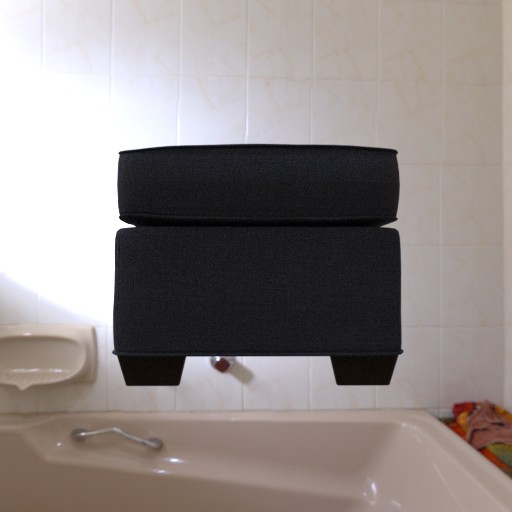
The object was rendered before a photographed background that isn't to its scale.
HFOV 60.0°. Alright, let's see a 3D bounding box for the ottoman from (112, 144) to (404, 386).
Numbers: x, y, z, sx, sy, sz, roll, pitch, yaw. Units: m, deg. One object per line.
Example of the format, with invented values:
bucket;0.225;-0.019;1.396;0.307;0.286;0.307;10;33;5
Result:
ottoman;0.000;0.000;1.177;0.505;0.453;0.895;0;0;-1
